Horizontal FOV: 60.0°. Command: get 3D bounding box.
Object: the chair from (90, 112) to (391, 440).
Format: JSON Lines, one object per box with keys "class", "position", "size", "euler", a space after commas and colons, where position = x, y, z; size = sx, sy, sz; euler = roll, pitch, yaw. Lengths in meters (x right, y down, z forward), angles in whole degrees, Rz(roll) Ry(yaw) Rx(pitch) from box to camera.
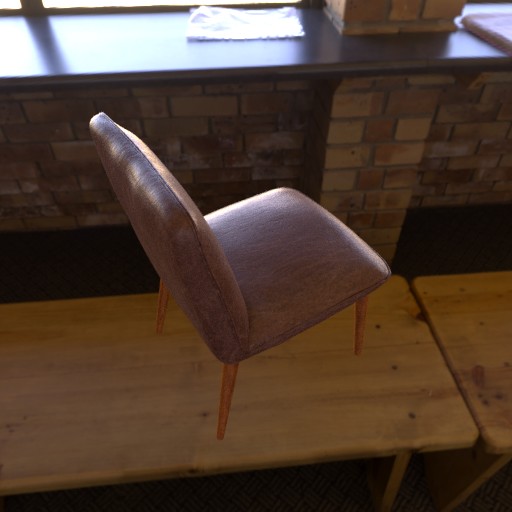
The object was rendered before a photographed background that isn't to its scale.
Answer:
{"class": "chair", "position": [0.000, 0.000, 1.229], "size": [0.645, 0.803, 0.543], "euler": [-27, 49, -26]}
